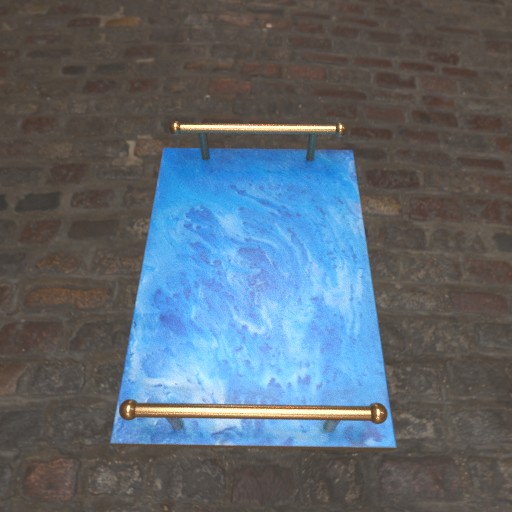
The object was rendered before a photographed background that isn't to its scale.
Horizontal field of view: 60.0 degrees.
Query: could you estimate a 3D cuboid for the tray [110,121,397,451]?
[{"bbox_3d":[0.000,0.000,0.566,0.304,0.084,0.444,1,57,0],"label":"tray"}]
